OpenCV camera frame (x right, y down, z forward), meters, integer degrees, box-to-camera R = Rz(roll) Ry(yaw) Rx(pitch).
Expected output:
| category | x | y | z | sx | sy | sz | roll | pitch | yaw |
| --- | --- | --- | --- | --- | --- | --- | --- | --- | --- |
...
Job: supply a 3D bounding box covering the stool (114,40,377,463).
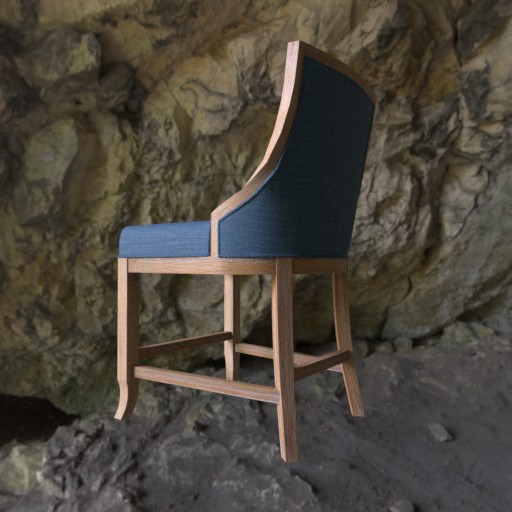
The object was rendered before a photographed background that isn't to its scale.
| category | x | y | z | sx | sy | sz | roll | pitch | yaw |
| --- | --- | --- | --- | --- | --- | --- | --- | --- | --- |
| stool | 0.000 | 0.000 | 1.300 | 0.626 | 0.938 | 0.524 | -1 | -1 | 37 |
